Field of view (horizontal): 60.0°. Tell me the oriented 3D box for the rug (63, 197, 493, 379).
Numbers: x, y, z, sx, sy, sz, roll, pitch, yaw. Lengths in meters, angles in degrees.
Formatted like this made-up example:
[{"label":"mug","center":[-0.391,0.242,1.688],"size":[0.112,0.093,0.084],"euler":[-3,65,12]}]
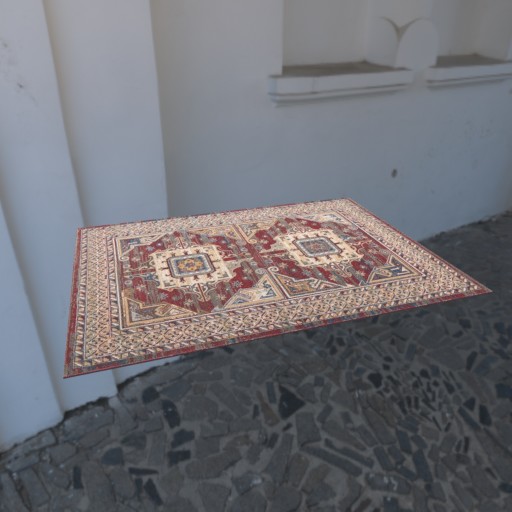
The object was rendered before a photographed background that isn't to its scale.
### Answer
[{"label":"rug","center":[0.000,0.000,4.101],"size":[3.197,0.013,2.381],"euler":[-8,28,-16]}]
